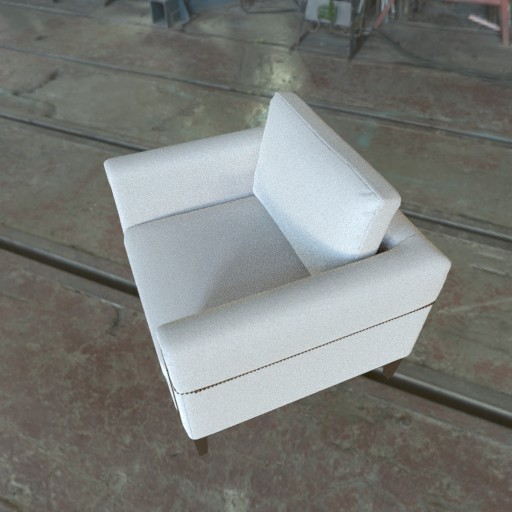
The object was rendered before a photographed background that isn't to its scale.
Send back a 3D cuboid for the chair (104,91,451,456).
[{"bbox_3d":[0.000,0.000,1.680,0.896,0.915,0.982,-17,48,-16],"label":"chair"}]
